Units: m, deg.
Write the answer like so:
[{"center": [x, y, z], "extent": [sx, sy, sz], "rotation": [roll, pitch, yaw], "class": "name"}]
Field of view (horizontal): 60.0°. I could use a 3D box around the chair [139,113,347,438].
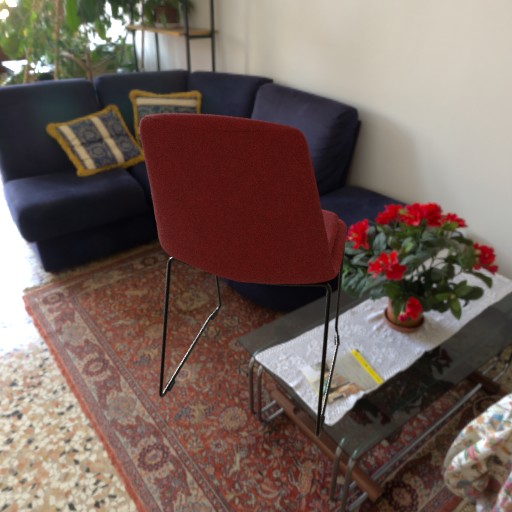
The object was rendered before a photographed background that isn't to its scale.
[{"center": [0.000, 0.000, 1.179], "extent": [0.479, 0.858, 0.518], "rotation": [9, 33, 14], "class": "chair"}]
